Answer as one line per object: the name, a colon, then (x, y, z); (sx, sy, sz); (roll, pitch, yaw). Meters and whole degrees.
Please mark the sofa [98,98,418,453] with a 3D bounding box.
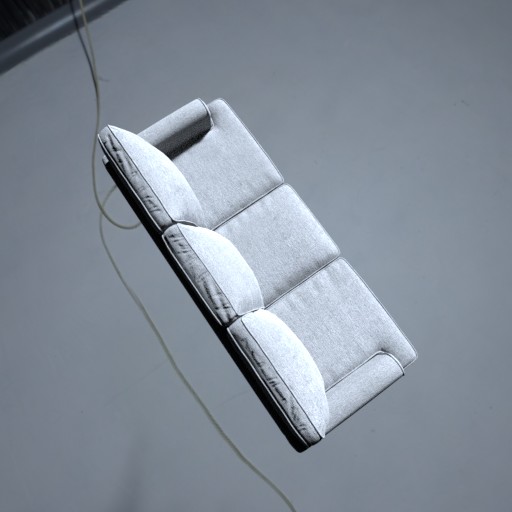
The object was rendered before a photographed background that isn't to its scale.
sofa: (0.000, 0.000, 2.772); (0.951, 0.965, 2.158); (-34, 79, -8)
